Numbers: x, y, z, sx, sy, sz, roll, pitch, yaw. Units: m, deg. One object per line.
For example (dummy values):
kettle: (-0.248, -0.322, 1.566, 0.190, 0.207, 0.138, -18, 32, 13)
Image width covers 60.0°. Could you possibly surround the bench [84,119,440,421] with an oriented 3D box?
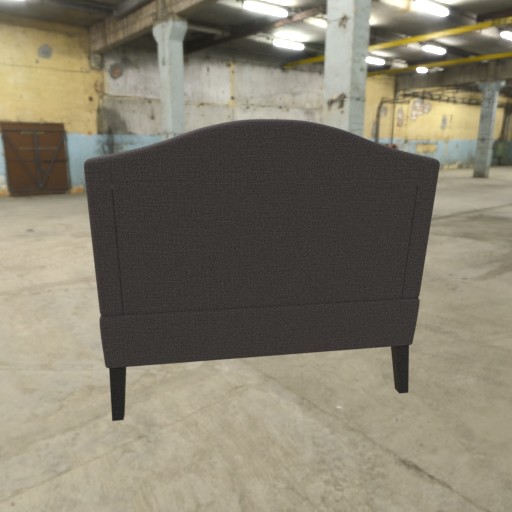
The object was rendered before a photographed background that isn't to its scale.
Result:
bench: (0.000, 0.000, 2.079, 1.335, 1.180, 0.815, -2, 13, -9)
